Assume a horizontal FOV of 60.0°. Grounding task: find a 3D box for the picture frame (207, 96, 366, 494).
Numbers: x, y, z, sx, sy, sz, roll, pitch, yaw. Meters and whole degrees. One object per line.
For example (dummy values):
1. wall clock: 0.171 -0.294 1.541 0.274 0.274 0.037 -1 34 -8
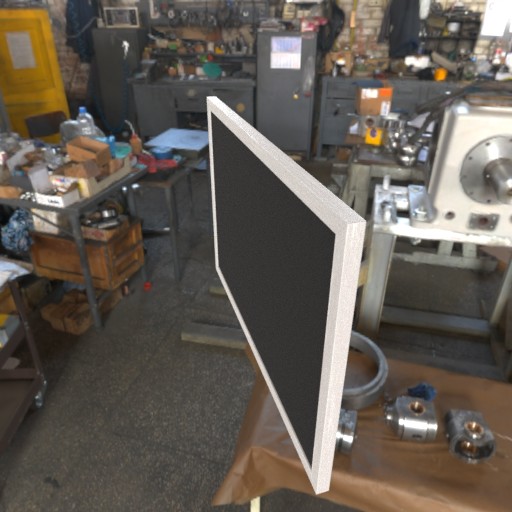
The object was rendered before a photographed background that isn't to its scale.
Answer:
1. picture frame: 0.000 0.000 1.175 0.029 0.640 0.950 -9 32 -15
